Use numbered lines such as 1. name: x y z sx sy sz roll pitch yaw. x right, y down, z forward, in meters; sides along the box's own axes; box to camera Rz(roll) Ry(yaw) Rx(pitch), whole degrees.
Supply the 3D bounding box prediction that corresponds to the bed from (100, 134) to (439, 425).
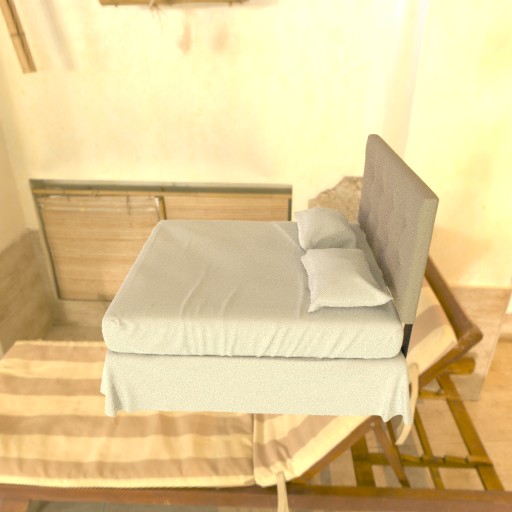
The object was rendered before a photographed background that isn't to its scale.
1. bed: 0.000 0.000 3.492 2.222 1.577 1.936 1 27 2
